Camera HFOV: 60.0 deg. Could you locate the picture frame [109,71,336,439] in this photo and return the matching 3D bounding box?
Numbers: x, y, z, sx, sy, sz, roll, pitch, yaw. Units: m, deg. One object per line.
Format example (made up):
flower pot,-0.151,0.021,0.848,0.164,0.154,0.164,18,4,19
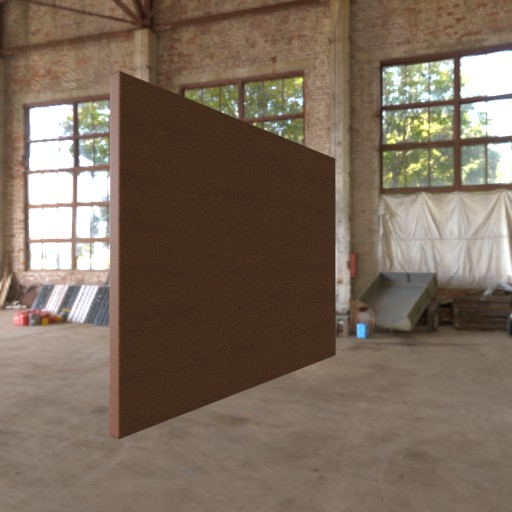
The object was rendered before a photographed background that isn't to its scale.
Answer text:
picture frame,0.000,0.000,1.768,0.045,1.018,1.329,0,-1,36
